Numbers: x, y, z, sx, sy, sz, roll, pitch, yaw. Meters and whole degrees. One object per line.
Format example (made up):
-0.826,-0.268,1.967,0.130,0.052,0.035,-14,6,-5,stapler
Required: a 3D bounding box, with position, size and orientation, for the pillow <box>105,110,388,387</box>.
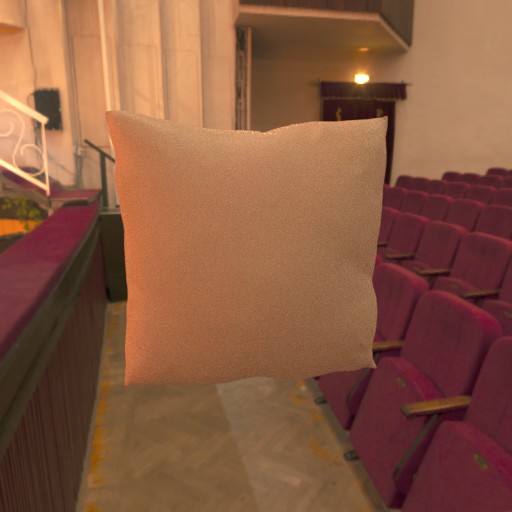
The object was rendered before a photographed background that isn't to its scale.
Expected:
0.000,0.000,0.723,0.450,0.448,0.245,-2,14,-9,pillow
